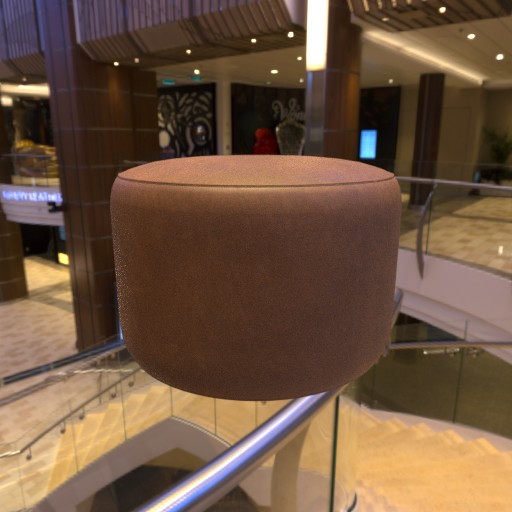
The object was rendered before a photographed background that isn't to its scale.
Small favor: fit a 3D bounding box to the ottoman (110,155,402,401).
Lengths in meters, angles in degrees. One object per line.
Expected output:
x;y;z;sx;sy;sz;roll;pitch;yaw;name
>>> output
0.000;0.000;1.000;0.607;0.438;0.607;0;15;0;ottoman
